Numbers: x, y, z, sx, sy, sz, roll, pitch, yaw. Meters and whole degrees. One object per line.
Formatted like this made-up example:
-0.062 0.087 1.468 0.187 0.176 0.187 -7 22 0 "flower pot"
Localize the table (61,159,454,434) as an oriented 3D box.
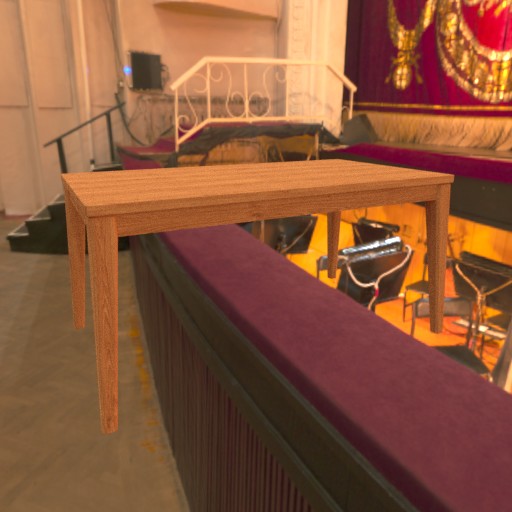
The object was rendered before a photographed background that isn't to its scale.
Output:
0.000 0.000 2.083 1.600 0.760 0.900 -9 20 -26 "table"
